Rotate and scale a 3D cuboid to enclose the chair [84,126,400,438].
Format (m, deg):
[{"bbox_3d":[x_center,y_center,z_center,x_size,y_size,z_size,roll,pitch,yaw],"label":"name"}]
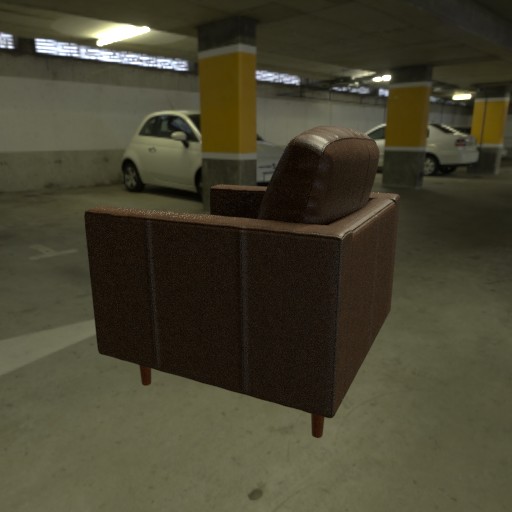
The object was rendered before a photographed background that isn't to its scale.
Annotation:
[{"bbox_3d":[0.000,0.000,1.713,0.909,0.956,0.890,7,17,25],"label":"chair"}]
